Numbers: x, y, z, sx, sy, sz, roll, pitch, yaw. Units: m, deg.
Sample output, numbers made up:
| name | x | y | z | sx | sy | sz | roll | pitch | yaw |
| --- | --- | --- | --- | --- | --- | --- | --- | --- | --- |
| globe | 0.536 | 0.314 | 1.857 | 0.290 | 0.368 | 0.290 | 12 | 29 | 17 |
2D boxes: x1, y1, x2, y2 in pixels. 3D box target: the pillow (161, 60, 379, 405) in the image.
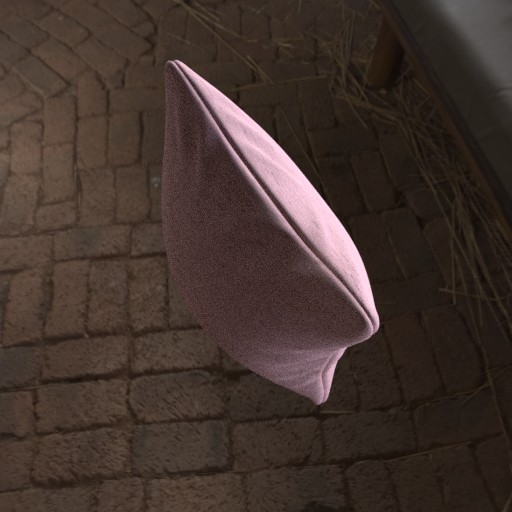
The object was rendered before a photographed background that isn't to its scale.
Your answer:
| name | x | y | z | sx | sy | sz | roll | pitch | yaw |
| --- | --- | --- | --- | --- | --- | --- | --- | --- | --- |
| pillow | 0.000 | 0.000 | 0.670 | 0.246 | 0.415 | 0.432 | -28 | 66 | -14 |
